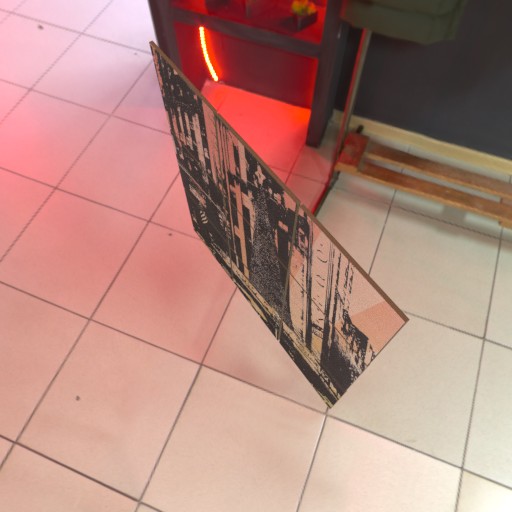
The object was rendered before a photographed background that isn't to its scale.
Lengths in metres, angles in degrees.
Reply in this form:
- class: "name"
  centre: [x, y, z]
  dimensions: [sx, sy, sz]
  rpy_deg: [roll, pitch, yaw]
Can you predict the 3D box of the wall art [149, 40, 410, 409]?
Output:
- class: "wall art"
  centre: [0.000, 0.000, 2.250]
  dimensions: [0.017, 1.521, 1.527]
  rpy_deg: [-32, 67, -16]
